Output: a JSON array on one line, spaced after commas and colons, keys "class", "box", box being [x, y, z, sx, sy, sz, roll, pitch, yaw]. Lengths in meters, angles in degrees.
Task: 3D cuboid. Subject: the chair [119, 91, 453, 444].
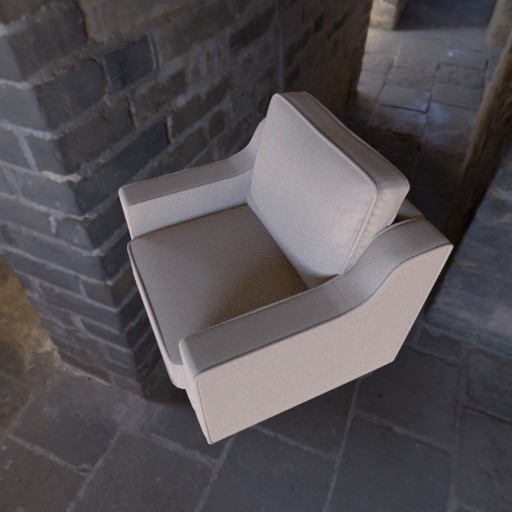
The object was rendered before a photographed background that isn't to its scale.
[{"class": "chair", "box": [0.000, 0.000, 1.682, 0.882, 0.948, 0.922, -18, 49, -17]}]
